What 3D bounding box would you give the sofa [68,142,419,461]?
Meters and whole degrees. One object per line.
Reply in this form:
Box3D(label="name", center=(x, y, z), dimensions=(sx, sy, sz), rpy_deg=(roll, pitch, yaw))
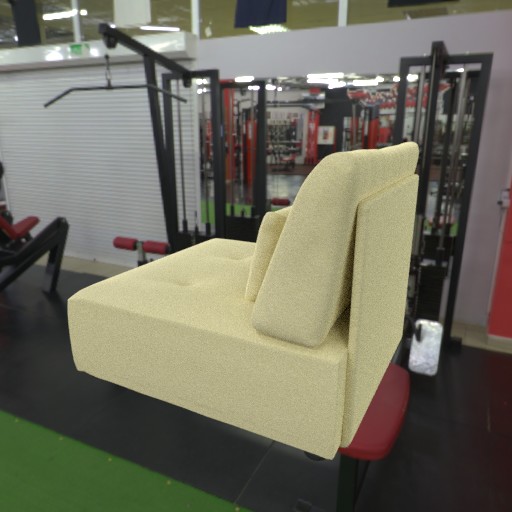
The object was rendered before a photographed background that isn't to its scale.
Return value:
Box3D(label="sofa", center=(0.000, 0.000, 1.662), dimensions=(1.000, 0.820, 0.930), rpy_deg=(8, 18, 27))
